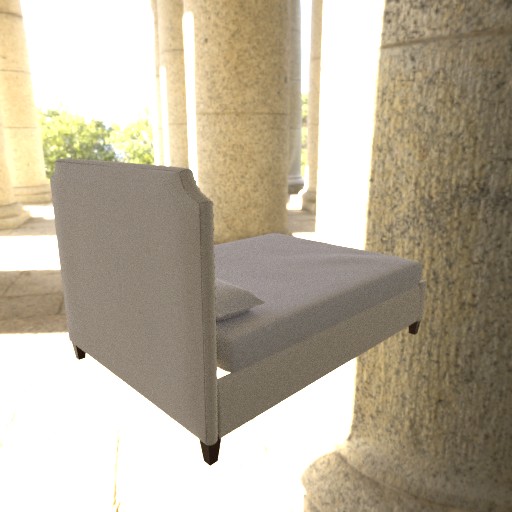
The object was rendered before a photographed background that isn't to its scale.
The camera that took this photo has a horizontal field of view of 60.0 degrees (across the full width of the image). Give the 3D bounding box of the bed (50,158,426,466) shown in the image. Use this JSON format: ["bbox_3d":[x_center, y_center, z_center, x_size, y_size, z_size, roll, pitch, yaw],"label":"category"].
[{"bbox_3d":[0.000,0.000,3.398,2.372,1.497,1.712,-14,20,-43],"label":"bed"}]
